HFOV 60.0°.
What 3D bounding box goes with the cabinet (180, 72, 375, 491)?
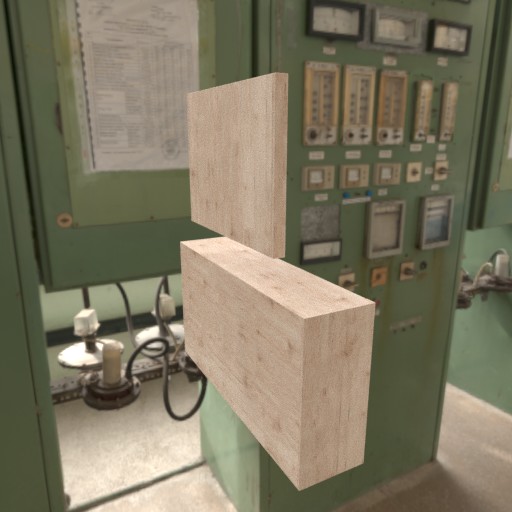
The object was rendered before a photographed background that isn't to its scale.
[{"bbox_3d":[0.000,0.000,2.772,0.420,1.981,1.700,-8,17,-27],"label":"cabinet"}]
